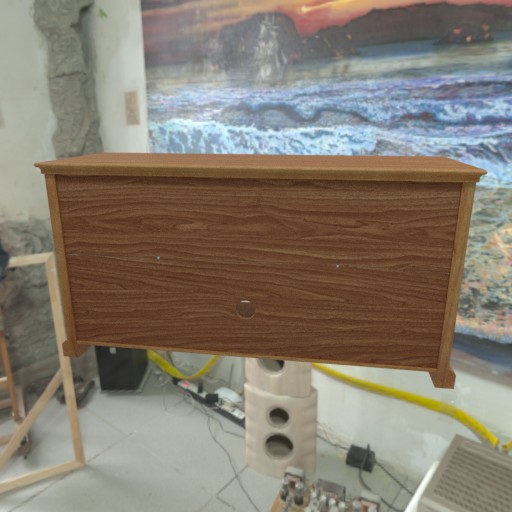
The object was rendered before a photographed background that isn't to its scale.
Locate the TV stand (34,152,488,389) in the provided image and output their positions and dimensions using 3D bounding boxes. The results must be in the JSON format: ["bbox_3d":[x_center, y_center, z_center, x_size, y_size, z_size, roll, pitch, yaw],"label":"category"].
[{"bbox_3d":[0.000,0.000,1.421,1.181,0.607,0.417,3,17,8],"label":"TV stand"}]
